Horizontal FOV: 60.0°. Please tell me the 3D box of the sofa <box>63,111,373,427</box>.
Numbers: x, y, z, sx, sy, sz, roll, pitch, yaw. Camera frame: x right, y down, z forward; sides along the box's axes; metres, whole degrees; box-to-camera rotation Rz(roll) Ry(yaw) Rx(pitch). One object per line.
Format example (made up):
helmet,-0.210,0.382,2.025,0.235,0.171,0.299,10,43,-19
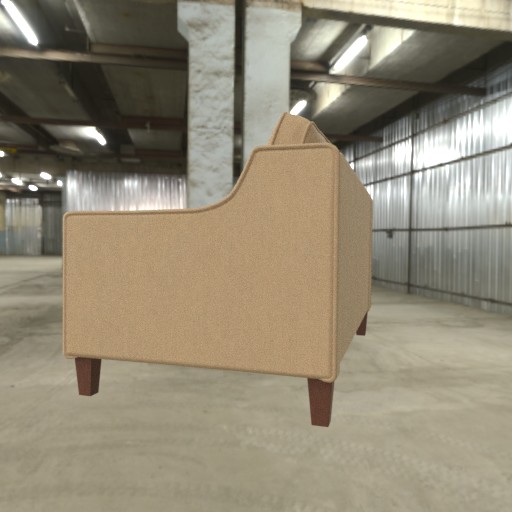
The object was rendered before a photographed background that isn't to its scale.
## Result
sofa,0.000,0.000,2.117,0.987,0.971,1.501,1,2,18
